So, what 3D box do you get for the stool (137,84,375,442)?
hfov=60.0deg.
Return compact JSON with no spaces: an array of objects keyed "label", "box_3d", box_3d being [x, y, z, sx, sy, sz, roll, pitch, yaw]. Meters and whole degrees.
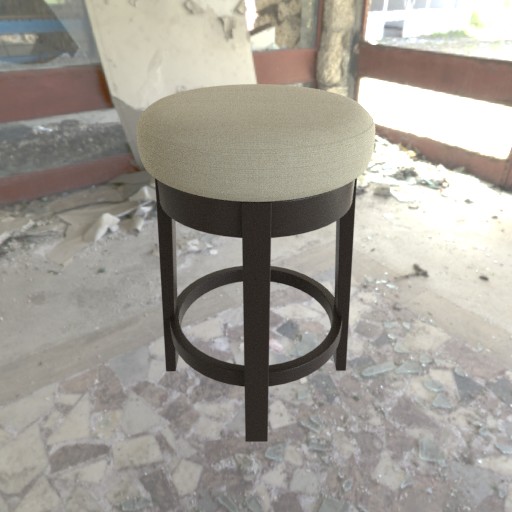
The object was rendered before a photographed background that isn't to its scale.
[{"label":"stool","box_3d":[0.000,0.000,0.959,0.449,0.655,0.449,0,31,0]}]
